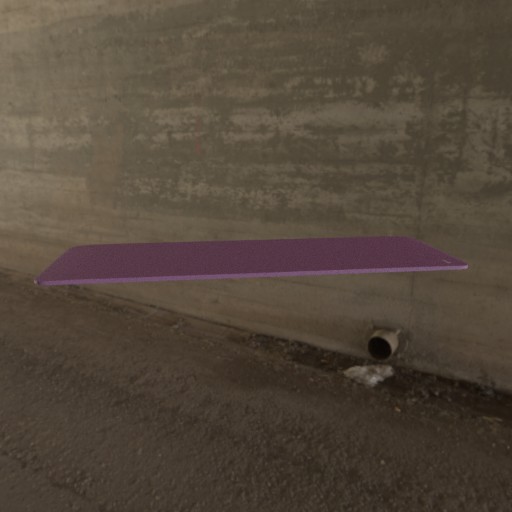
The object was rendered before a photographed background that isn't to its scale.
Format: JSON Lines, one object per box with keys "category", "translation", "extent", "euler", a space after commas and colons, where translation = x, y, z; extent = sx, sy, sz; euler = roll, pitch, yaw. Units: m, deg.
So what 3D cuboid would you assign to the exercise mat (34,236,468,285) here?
{"category": "exercise mat", "translation": [0.000, 0.000, 2.138], "extent": [1.869, 0.021, 0.616], "euler": [-2, 15, -7]}
